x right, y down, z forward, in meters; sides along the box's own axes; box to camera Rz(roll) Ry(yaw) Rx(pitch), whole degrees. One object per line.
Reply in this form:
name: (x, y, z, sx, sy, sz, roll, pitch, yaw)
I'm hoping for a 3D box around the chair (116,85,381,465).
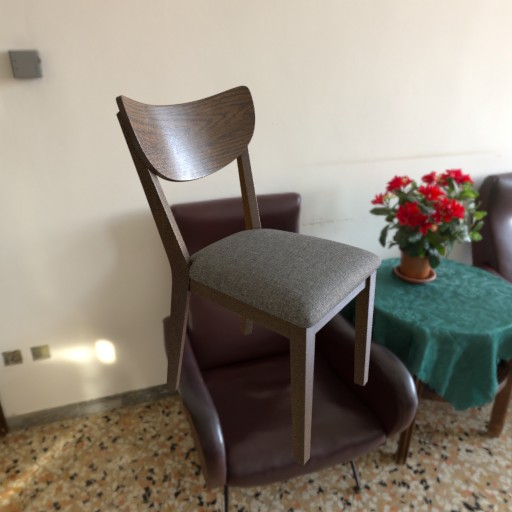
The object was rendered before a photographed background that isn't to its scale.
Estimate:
chair: (0.000, 0.000, 1.229, 0.583, 0.849, 0.491, 17, 29, 33)
